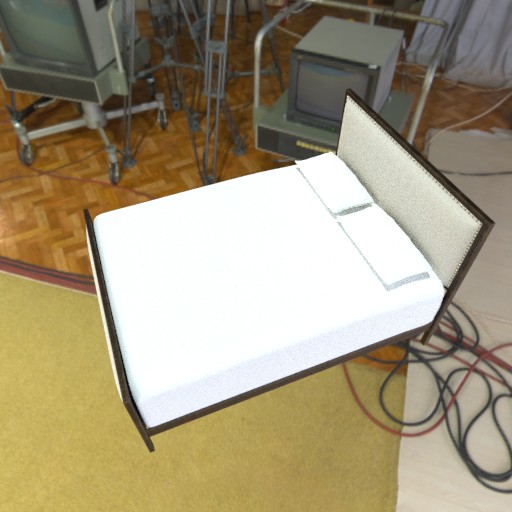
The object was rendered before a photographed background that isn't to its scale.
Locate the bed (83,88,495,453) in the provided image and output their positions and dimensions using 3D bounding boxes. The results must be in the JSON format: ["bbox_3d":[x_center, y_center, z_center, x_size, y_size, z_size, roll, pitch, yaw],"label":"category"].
[{"bbox_3d":[0.000,0.000,3.168,2.221,1.313,1.607,-17,51,-14],"label":"bed"}]
